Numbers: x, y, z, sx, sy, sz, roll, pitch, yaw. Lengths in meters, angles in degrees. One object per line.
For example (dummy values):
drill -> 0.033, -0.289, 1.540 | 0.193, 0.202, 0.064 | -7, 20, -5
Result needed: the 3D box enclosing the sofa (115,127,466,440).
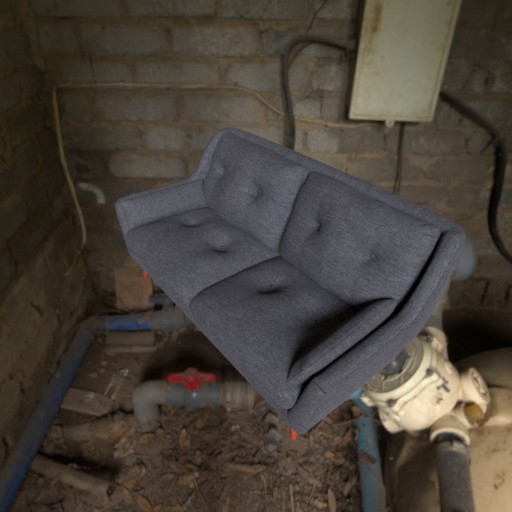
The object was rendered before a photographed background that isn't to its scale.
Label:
sofa -> 0.000, 0.000, 2.483 | 0.975, 0.896, 1.929 | -22, 40, -30
